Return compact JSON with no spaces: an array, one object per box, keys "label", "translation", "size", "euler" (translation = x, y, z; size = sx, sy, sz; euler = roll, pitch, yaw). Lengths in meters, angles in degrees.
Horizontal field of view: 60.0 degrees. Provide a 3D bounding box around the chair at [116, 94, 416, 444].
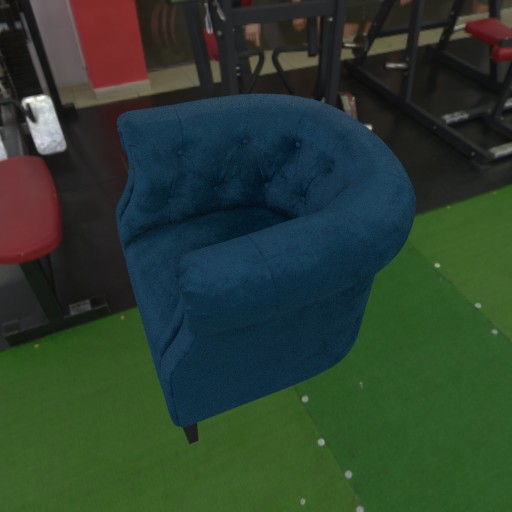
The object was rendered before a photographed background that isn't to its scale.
[{"label":"chair","translation":[0.000,0.000,1.533],"size":[0.851,0.826,0.904],"euler":[-16,47,-16]}]
